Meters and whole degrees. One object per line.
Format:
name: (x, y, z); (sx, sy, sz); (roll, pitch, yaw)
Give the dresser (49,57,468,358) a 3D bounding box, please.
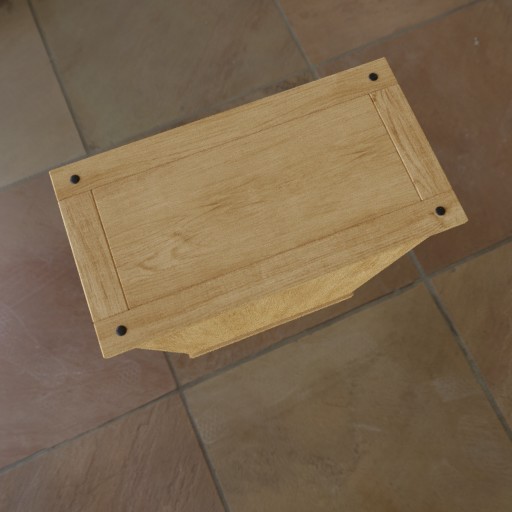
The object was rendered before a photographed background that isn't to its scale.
dresser: (0.000, 0.000, 1.711); (0.915, 1.300, 0.485); (-20, 78, -5)
